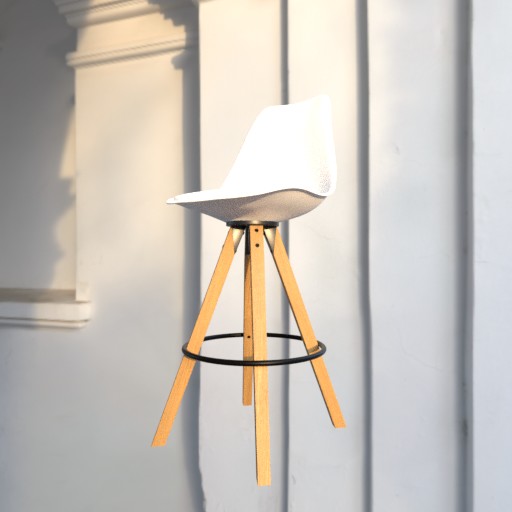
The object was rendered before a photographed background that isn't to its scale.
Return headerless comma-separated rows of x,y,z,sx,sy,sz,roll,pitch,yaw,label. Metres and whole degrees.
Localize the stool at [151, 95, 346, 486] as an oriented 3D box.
0.000,0.000,1.392,0.482,1.115,0.549,0,0,35,stool
